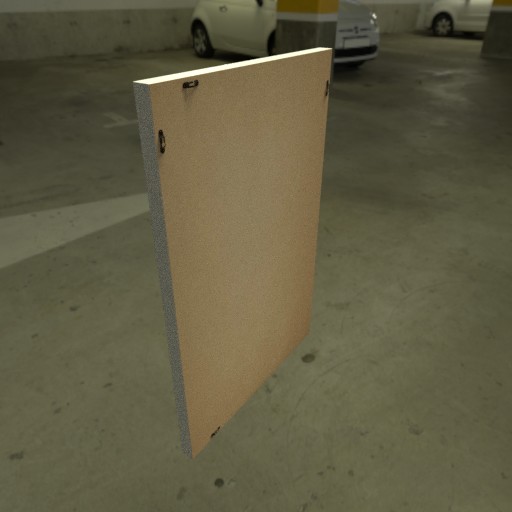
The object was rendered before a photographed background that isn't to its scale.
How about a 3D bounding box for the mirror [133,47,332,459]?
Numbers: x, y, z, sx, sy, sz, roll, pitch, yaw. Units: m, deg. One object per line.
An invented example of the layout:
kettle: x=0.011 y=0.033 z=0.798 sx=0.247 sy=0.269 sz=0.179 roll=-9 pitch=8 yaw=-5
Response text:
mirror: x=0.000 y=0.000 z=1.129 sx=0.041 sy=0.914 sz=0.609 roll=20 pitch=36 yaw=30
